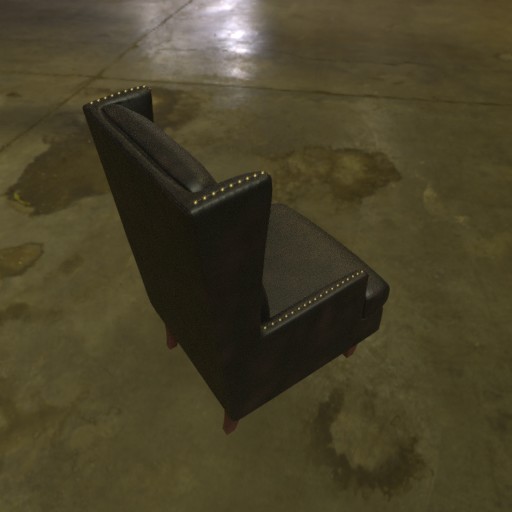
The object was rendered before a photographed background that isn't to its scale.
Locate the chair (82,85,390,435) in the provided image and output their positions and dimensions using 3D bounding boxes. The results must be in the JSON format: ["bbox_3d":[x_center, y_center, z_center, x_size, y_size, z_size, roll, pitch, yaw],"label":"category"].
[{"bbox_3d":[0.000,0.000,1.631,0.799,1.142,0.703,-24,46,-25],"label":"chair"}]
